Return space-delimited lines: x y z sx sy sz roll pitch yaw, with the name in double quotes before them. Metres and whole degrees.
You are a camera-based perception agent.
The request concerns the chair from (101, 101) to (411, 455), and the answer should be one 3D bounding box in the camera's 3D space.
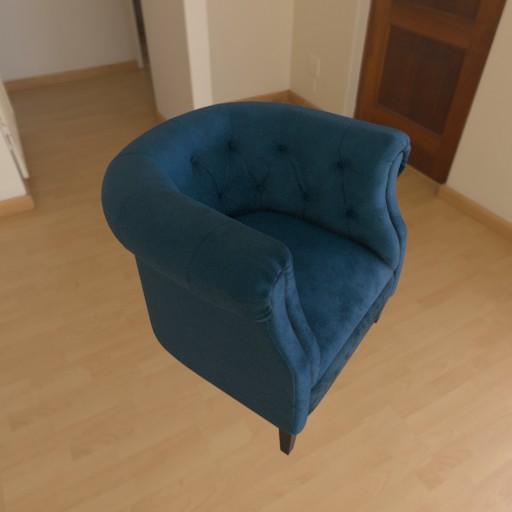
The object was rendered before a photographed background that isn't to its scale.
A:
"chair" 0.000 0.000 1.568 0.851 0.826 0.904 25 47 26
